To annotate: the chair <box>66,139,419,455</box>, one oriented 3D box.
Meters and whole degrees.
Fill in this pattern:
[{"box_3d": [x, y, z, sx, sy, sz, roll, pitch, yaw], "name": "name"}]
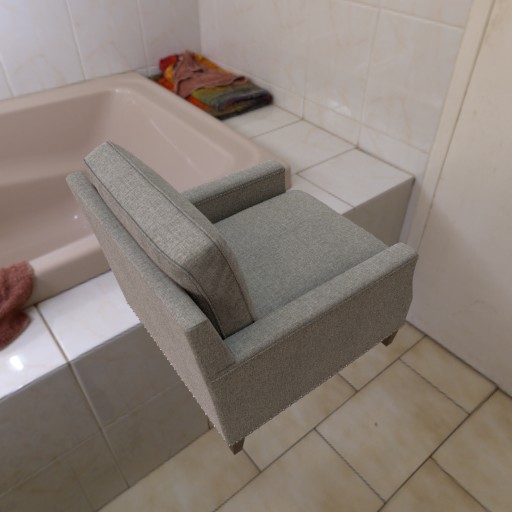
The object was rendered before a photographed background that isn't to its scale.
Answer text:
[{"box_3d": [0.000, 0.000, 1.706, 1.014, 0.943, 0.853, -26, 47, -27], "name": "chair"}]
